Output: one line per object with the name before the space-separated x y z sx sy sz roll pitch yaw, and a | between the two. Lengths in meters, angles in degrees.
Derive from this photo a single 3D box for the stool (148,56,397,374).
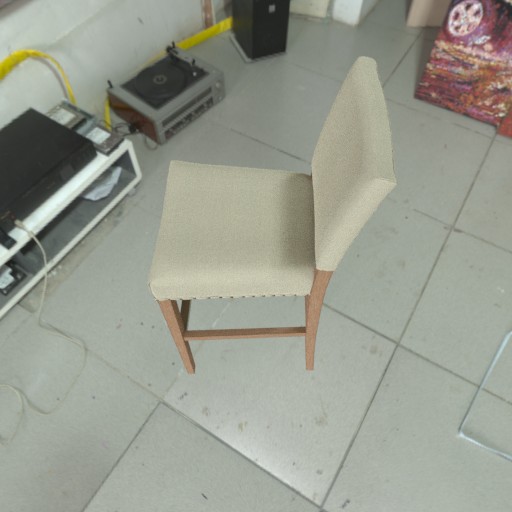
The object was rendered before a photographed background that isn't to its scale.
stool | 0.000 0.000 1.386 0.546 1.143 0.428 2 58 1
